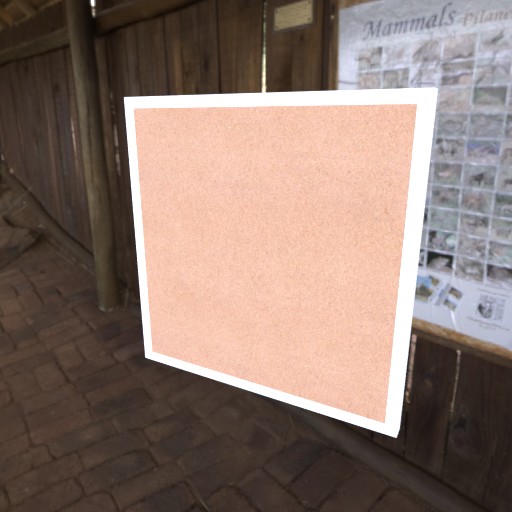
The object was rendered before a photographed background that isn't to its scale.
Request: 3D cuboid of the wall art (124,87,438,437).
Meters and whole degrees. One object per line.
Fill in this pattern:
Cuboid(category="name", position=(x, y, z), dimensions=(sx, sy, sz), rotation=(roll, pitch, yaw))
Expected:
Cuboid(category="wall art", position=(0.000, 0.000, 1.104), dimensions=(0.760, 0.760, 0.036), rotation=(9, 19, 27))
